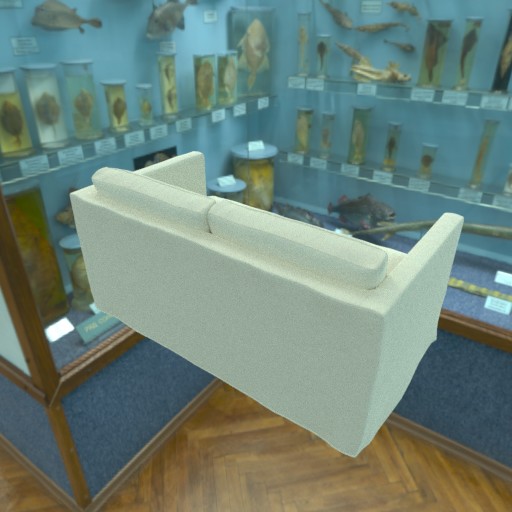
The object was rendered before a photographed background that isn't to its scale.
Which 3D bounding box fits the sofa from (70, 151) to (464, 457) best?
[{"bbox_3d":[0.000,0.000,2.301,1.746,0.834,0.962,20,36,31],"label":"sofa"}]
